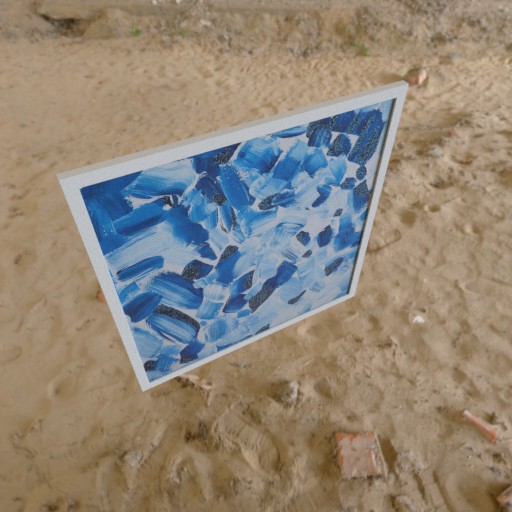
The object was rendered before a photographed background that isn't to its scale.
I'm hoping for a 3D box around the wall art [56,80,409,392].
[{"bbox_3d":[0.000,0.000,0.690,0.457,0.457,0.012,-21,50,-19],"label":"wall art"}]
